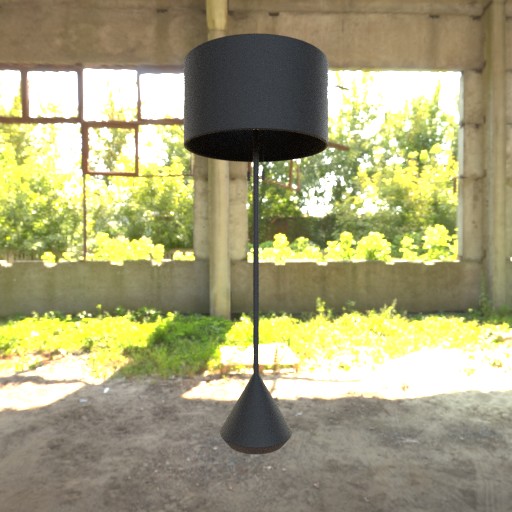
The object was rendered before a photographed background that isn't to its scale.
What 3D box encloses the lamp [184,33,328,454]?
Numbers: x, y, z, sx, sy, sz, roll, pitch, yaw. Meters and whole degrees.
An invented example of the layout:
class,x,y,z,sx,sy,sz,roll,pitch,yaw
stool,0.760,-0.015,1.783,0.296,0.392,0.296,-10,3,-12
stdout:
class,x,y,z,sx,sy,sz,roll,pitch,yaw
lamp,0.000,0.000,1.808,0.580,1.526,0.580,-1,1,-36
